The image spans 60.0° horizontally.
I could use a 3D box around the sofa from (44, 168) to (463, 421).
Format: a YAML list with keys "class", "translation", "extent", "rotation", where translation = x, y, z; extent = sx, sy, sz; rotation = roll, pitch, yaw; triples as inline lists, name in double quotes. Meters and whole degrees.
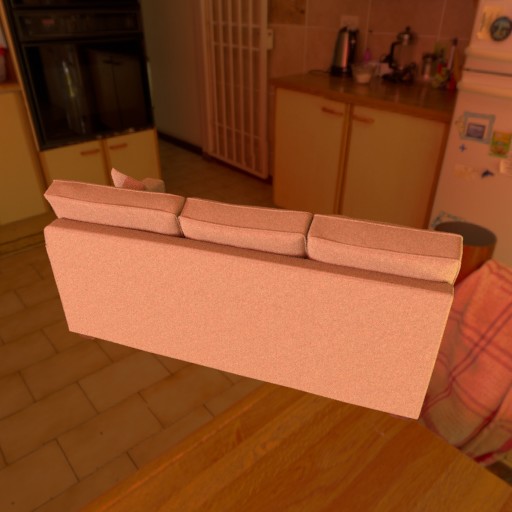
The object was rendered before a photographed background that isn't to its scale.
- class: "sofa"
  translation: [0.000, 0.000, 2.497]
  extent: [1.963, 0.946, 1.034]
  rotation: [10, 32, 16]
